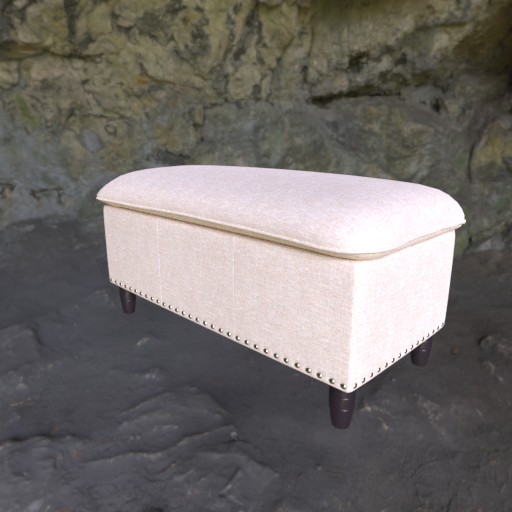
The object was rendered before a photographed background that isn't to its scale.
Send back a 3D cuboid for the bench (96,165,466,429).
[{"bbox_3d":[0.000,0.000,1.255,0.991,0.483,0.483,15,21,43],"label":"bench"}]
